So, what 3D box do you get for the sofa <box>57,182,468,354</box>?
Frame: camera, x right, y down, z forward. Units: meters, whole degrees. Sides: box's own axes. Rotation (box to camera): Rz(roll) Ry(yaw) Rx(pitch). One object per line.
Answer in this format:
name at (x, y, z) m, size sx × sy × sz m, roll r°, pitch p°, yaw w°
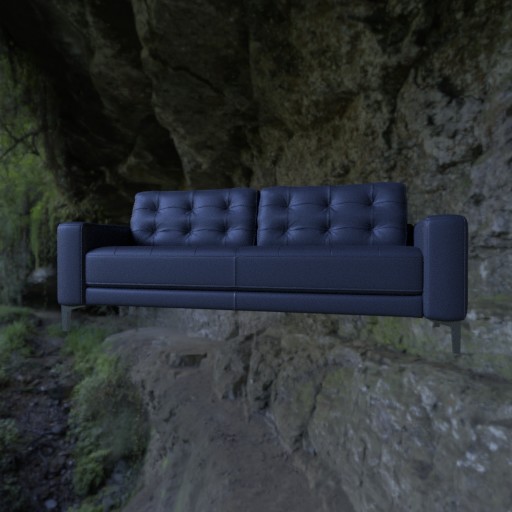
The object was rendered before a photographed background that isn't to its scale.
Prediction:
sofa at (0.000, 0.000, 2.724) m, size 2.275 × 0.893 × 0.833 m, roll 0°, pitch 1°, yaw 16°
